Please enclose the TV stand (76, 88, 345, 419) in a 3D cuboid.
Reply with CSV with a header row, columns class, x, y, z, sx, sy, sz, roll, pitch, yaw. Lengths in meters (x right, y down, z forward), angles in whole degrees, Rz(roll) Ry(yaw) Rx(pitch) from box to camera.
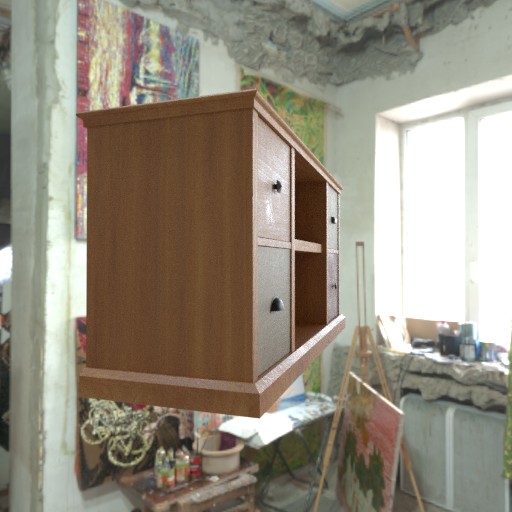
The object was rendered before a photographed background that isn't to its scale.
class,x,y,z,sx,sy,sz,roll,pitch,yaw
TV stand,0.000,0.000,1.436,0.417,0.607,1.181,0,-1,19
